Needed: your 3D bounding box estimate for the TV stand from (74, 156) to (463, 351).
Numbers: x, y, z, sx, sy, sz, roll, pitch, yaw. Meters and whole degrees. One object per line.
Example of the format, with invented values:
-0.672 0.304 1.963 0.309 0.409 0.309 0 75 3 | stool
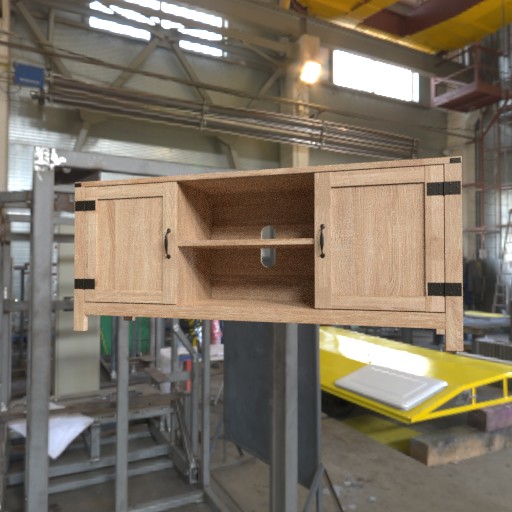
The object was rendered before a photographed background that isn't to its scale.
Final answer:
0.000 0.000 1.772 1.466 0.610 0.398 0 -1 18 | TV stand
